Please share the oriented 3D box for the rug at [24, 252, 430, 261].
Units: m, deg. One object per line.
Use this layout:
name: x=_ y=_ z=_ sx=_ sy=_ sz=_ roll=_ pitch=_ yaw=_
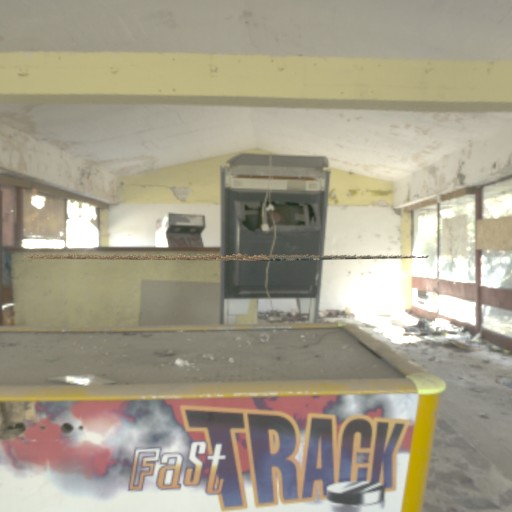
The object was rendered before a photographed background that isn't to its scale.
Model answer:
rug: x=0.000 y=0.000 z=4.300 sx=2.418 sy=0.047 sz=3.307 roll=0 pitch=0 yaw=36
